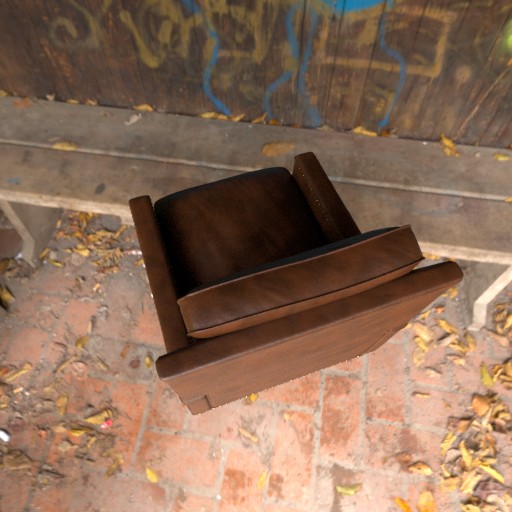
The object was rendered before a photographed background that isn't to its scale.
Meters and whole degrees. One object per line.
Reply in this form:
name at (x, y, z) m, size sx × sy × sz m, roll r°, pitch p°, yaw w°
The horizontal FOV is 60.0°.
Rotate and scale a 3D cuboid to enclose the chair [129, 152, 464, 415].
chair at (0.000, 0.000, 1.760) m, size 0.854 × 1.054 × 1.035 m, roll -17°, pitch 60°, yaw -10°
